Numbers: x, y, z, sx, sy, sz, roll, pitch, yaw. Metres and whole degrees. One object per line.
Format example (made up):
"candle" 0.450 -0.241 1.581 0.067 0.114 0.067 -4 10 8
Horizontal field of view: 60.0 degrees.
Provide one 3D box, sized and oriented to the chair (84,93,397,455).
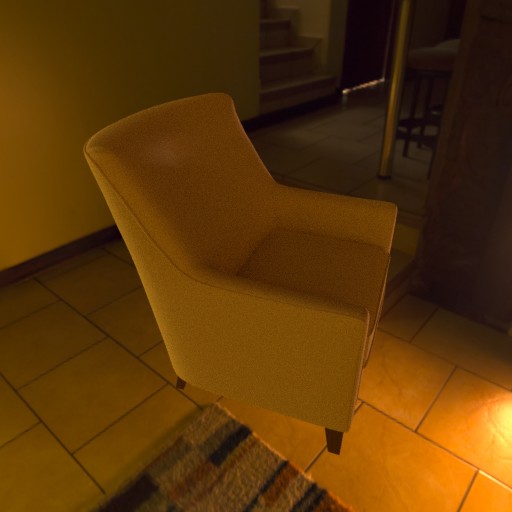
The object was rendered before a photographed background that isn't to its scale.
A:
"chair" 0.000 0.000 1.533 0.879 0.916 0.756 11 33 18
